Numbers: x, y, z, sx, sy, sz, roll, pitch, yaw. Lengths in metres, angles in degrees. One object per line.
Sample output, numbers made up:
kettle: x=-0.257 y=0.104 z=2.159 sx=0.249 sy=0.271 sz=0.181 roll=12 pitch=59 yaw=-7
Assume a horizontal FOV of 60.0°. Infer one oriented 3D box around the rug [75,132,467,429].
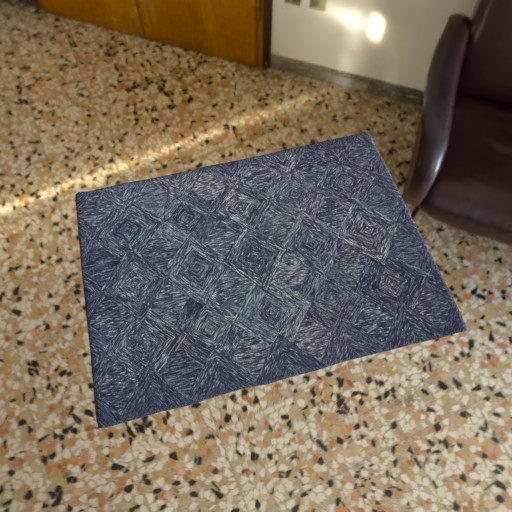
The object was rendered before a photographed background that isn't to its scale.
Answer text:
rug: x=0.000 y=0.000 z=4.233 sx=3.245 sy=0.024 sz=2.385 roll=-13 pitch=63 yaw=-7
